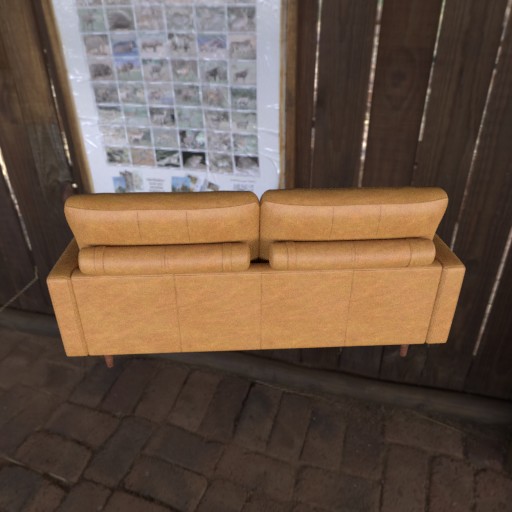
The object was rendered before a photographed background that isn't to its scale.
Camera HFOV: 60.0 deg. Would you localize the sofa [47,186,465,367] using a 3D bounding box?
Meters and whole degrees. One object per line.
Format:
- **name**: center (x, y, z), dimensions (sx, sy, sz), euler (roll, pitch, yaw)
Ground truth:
- **sofa**: center (0.000, 0.000, 2.273), dimensions (1.821, 0.898, 0.850), euler (-1, 29, -3)
